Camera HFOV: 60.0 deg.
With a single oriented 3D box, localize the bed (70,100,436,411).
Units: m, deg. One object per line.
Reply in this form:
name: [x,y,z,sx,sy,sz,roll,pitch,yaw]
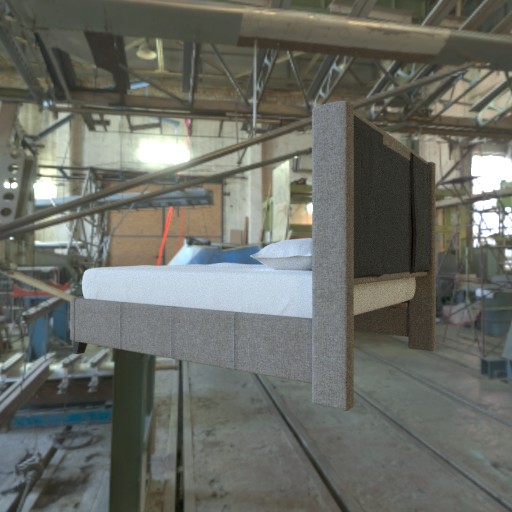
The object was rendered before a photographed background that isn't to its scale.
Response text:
bed: [0.000,0.000,3.410,2.245,1.481,1.714,0,0,35]
